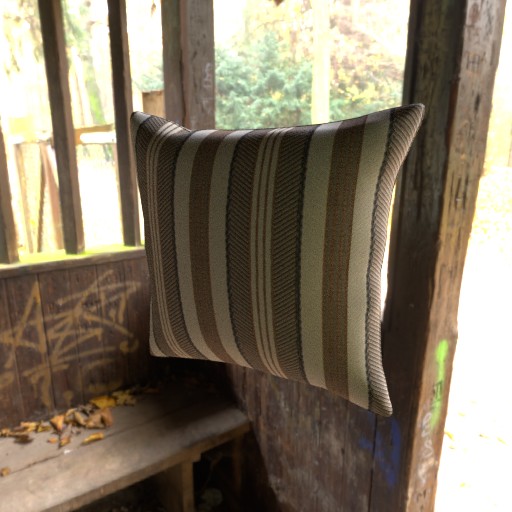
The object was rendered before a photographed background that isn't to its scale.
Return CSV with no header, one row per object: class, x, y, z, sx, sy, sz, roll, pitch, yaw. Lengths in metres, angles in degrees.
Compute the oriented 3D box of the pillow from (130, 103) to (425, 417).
pillow,0.000,0.000,0.629,0.416,0.401,0.173,7,17,25
